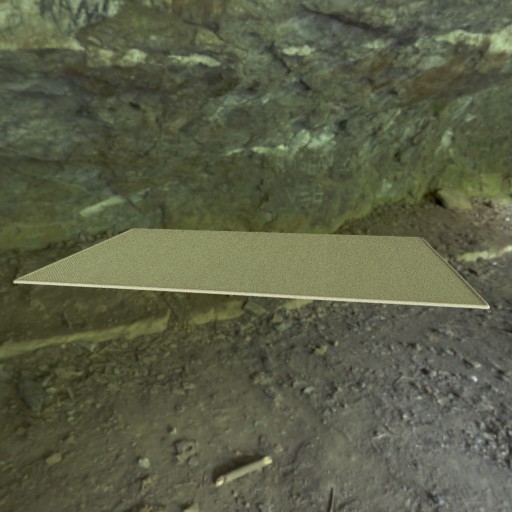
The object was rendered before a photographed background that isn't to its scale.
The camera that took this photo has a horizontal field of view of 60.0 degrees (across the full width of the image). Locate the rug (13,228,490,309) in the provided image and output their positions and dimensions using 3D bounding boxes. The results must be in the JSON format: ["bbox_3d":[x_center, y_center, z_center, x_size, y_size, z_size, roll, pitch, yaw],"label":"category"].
[{"bbox_3d":[0.000,0.000,2.037,1.676,0.013,1.067,2,14,9],"label":"rug"}]
